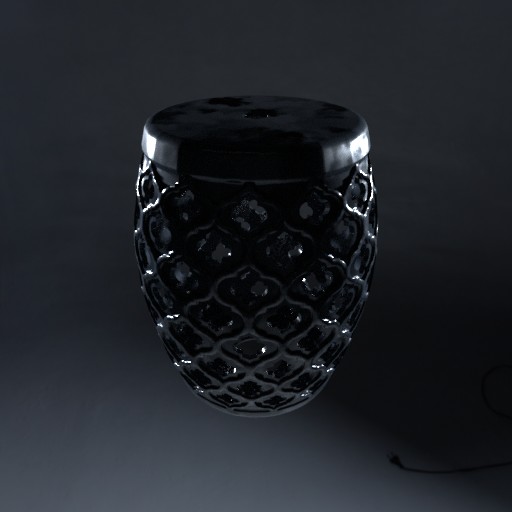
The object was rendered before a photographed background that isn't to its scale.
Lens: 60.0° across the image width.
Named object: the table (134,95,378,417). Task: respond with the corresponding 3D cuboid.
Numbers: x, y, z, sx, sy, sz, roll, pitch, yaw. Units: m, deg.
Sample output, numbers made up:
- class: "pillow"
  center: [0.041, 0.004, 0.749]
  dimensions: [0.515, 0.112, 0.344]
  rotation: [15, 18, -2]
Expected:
- class: "table"
  center: [0.000, 0.000, 0.626]
  dimensions: [0.325, 0.388, 0.325]
  rotation: [0, 31, 0]
